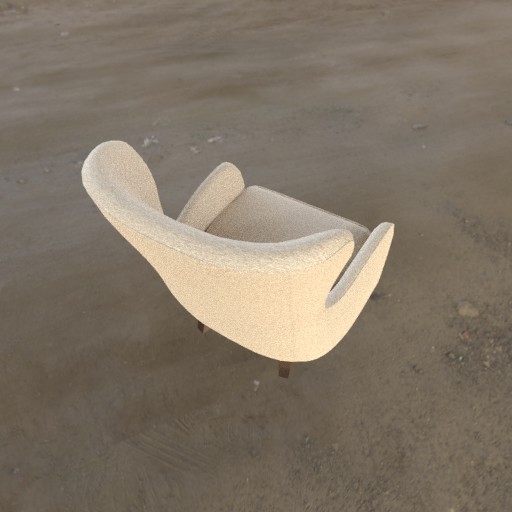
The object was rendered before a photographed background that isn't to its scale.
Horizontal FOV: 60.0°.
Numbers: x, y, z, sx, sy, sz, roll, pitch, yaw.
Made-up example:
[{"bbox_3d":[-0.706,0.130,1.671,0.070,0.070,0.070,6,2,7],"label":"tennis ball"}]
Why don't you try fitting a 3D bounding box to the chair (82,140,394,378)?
[{"bbox_3d":[0.000,0.000,1.774,0.861,1.064,0.984,24,51,22],"label":"chair"}]
